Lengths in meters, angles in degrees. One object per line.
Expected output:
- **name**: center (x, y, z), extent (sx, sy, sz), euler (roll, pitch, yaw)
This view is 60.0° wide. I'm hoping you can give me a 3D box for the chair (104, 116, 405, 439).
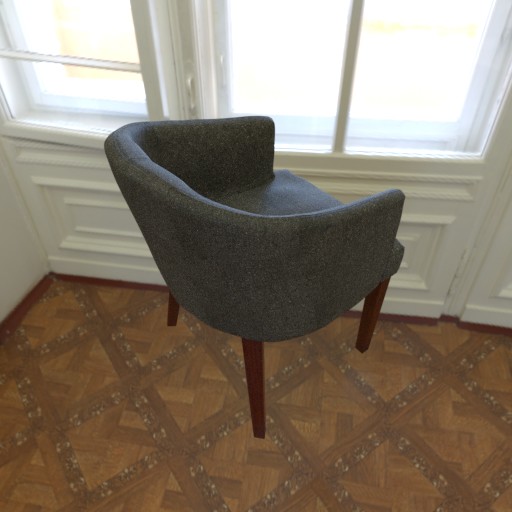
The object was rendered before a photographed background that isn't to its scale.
- **chair**: center (0.000, 0.000, 1.246), extent (0.655, 0.811, 0.583), euler (-26, 48, -27)
